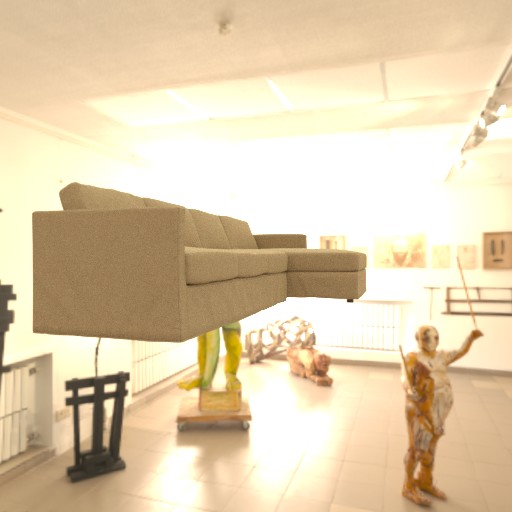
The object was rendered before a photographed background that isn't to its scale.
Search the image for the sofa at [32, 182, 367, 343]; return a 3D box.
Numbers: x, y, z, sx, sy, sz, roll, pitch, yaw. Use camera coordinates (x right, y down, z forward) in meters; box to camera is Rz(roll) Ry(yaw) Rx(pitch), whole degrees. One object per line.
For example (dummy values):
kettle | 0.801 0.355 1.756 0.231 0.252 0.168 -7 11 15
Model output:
sofa | 0.000 0.000 3.735 1.622 0.867 3.177 0 0 18
